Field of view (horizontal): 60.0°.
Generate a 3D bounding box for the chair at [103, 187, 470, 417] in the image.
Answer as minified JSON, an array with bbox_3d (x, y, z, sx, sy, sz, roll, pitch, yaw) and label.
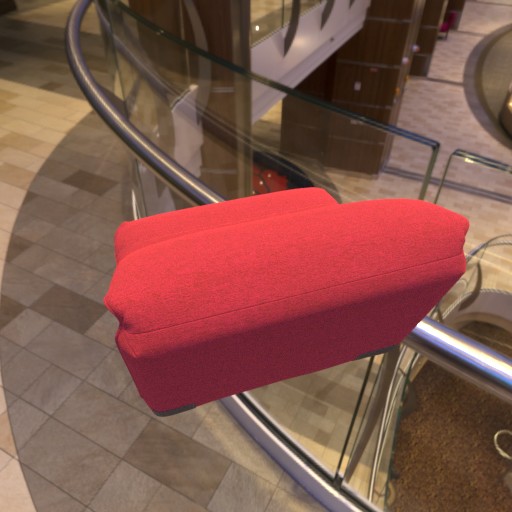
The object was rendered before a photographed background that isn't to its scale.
[{"bbox_3d":[0.000,0.000,1.308,0.820,0.580,0.780,-12,43,-13],"label":"chair"}]
